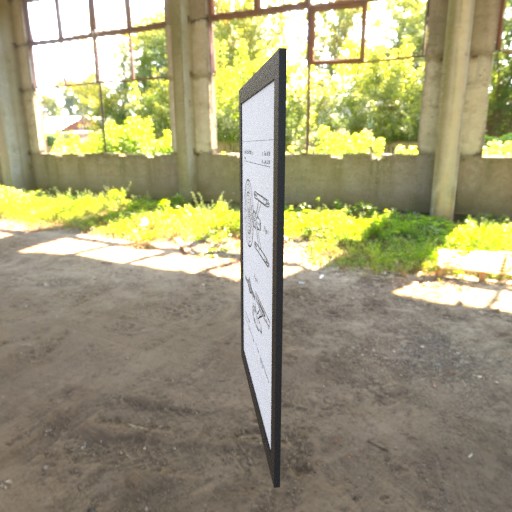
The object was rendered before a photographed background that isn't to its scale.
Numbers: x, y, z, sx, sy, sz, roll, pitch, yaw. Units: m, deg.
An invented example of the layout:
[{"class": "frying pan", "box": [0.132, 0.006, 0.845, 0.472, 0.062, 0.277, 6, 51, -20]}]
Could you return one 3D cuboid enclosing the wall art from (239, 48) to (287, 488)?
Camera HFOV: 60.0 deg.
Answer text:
[{"class": "wall art", "box": [0.000, 0.000, 0.696, 0.008, 0.530, 0.379, -2, 14, -8]}]
